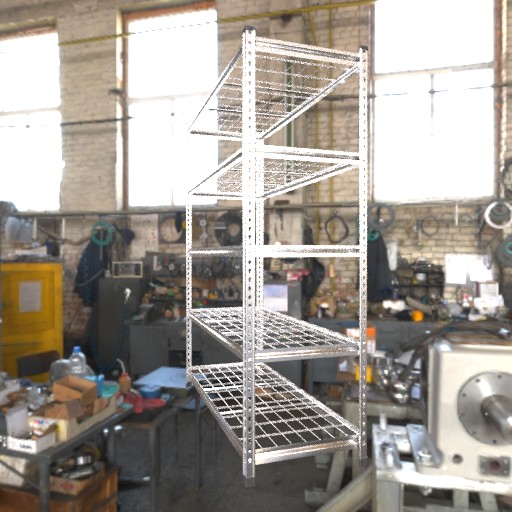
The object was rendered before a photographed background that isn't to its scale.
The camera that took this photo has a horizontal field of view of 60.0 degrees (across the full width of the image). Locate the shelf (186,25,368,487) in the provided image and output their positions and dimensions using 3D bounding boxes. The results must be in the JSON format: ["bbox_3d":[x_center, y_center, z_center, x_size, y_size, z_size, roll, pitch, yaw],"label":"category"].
[{"bbox_3d":[0.000,0.000,2.717,0.610,1.981,1.524,0,0,-19],"label":"shelf"}]
